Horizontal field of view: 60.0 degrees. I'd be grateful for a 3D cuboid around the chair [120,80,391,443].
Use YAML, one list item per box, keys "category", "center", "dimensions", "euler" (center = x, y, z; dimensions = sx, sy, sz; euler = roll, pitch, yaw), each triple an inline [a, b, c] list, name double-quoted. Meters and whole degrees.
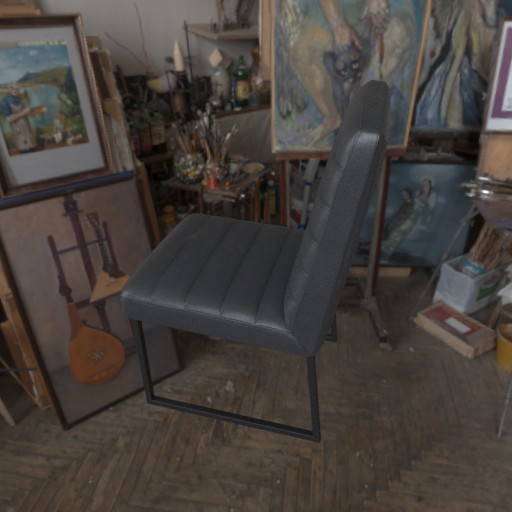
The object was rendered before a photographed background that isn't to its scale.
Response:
- category: "chair"
  center: [0.000, 0.000, 1.302]
  dimensions: [0.634, 0.930, 0.520]
  euler: [8, 32, 13]
